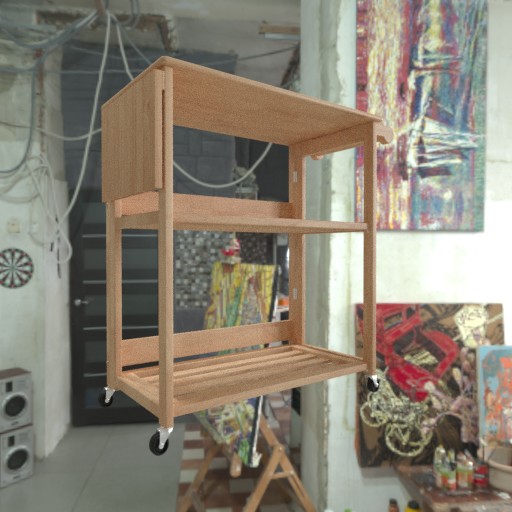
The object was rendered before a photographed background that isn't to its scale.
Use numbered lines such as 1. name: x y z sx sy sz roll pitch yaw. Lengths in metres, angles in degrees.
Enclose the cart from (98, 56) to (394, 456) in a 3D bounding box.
1. cart: 0.000 0.000 1.376 0.853 0.879 0.432 -1 1 -36
